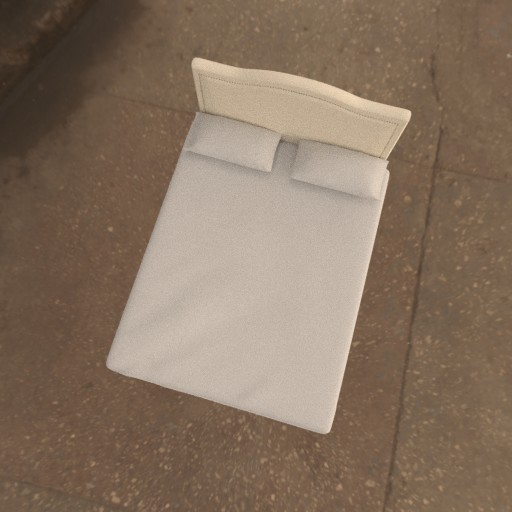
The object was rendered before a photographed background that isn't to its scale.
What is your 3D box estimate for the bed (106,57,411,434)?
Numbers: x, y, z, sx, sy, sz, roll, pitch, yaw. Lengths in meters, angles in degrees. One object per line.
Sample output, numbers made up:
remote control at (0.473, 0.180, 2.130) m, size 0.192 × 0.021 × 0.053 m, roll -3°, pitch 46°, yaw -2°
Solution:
bed at (0.000, 0.000, 3.657) m, size 1.977 × 1.437 × 2.477 m, roll 16°, pitch 76°, yaw 4°
